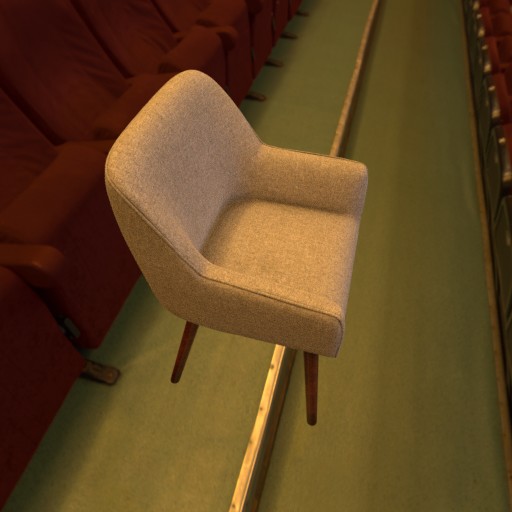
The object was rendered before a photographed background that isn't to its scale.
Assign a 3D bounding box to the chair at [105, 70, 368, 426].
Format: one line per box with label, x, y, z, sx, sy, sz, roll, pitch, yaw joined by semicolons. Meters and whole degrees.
chair;0.000;0.000;1.198;0.519;0.803;0.543;11;48;10
